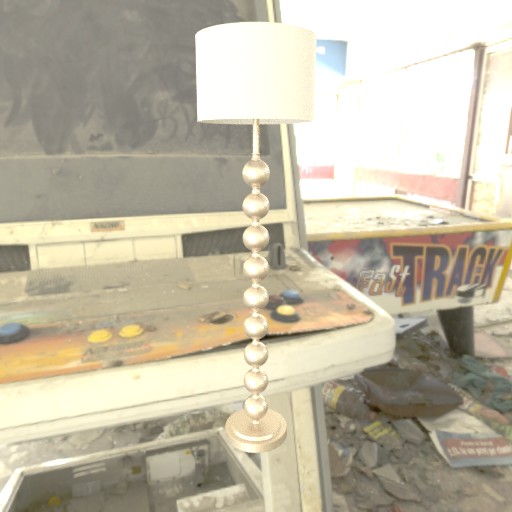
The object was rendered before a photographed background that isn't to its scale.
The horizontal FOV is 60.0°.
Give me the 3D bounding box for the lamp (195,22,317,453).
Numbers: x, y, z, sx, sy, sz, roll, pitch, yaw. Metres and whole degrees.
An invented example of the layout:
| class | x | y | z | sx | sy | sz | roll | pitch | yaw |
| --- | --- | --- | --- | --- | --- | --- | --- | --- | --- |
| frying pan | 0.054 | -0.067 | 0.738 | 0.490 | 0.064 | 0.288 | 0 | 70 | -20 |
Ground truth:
| class | x | y | z | sx | sy | sz | roll | pitch | yaw |
| --- | --- | --- | --- | --- | --- | --- | --- | --- | --- |
| lamp | 0.000 | 0.000 | 1.619 | 0.394 | 1.474 | 0.394 | 2 | 14 | 8 |
